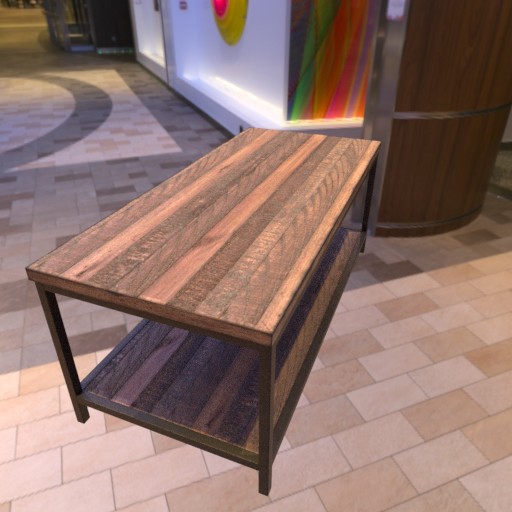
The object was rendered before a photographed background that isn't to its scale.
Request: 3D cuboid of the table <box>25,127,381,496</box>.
[{"bbox_3d":[0.000,0.000,1.182,0.452,0.399,0.990,12,33,19],"label":"table"}]
